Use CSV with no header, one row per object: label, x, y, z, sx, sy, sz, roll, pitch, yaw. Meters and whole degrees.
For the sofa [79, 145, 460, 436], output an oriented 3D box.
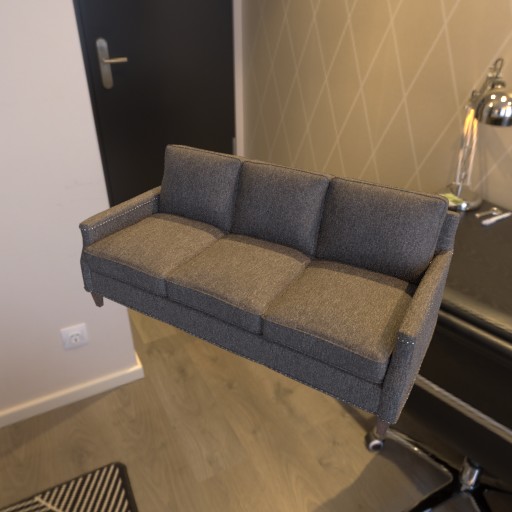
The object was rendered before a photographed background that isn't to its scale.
sofa,0.000,0.000,2.866,2.246,1.003,1.084,17,34,27
